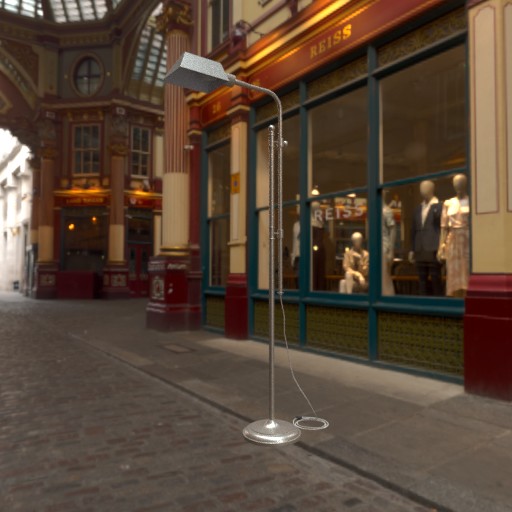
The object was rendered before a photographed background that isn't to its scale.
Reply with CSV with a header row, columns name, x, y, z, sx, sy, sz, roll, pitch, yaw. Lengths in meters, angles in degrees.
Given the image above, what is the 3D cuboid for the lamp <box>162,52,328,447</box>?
name,x,y,z,sx,sy,sz,roll,pitch,yaw
lamp,0.000,0.000,1.911,0.813,1.571,0.256,1,-2,-37
